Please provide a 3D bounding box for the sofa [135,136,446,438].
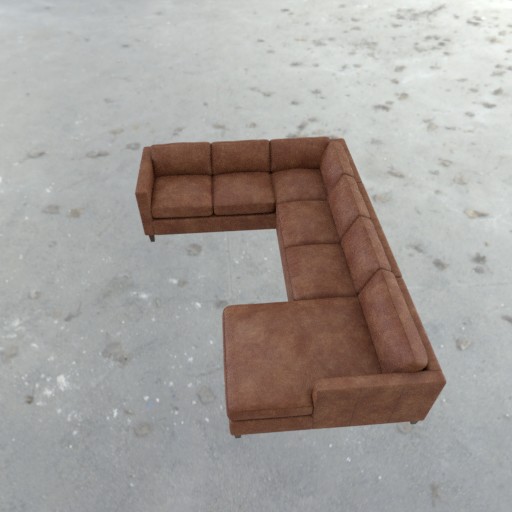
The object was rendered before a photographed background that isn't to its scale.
[{"bbox_3d":[0.000,0.000,4.426,2.452,0.888,3.324,-3,45,-3],"label":"sofa"}]
